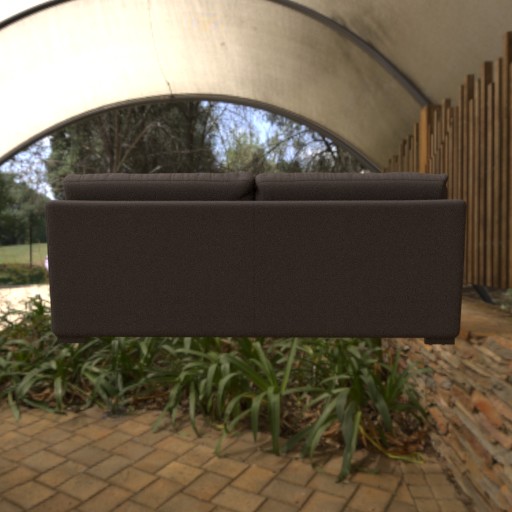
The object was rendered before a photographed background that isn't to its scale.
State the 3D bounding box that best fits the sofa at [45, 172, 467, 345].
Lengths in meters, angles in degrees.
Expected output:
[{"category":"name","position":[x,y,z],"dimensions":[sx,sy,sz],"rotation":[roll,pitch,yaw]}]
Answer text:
[{"category":"sofa","position":[0.000,0.000,2.860],"dimensions":[2.271,0.950,1.140],"rotation":[0,1,1]}]
